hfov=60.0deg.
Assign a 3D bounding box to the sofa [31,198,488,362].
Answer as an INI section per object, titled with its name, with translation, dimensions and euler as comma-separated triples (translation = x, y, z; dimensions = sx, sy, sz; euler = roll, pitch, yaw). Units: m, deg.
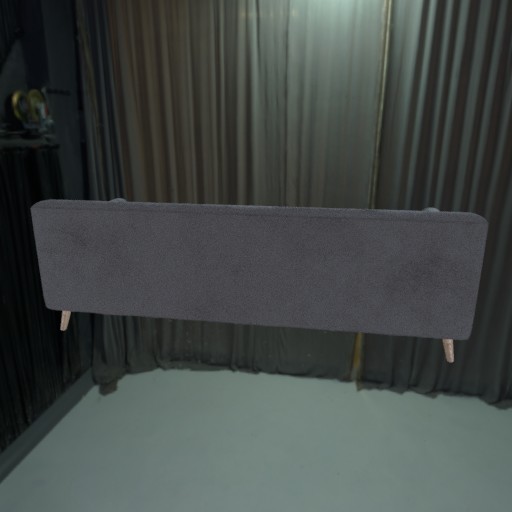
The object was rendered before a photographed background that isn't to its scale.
[sofa]
translation = 0.000, 0.000, 2.591
dimensions = 2.190, 0.740, 0.900
euler = 3, 17, 9
